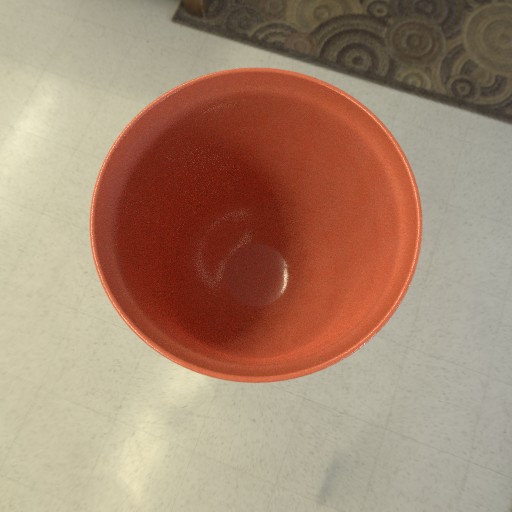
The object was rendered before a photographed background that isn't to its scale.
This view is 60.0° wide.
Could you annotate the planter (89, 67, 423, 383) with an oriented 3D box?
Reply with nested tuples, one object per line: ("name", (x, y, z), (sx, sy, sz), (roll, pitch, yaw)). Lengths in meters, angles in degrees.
("planter", (0.000, 0.000, 0.362), (0.195, 0.214, 0.195), (0, 75, 0))
